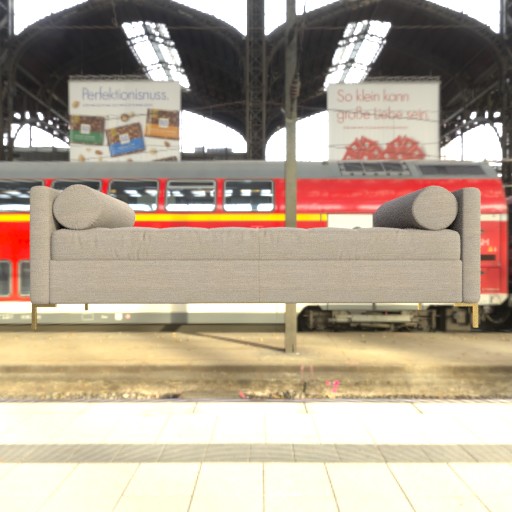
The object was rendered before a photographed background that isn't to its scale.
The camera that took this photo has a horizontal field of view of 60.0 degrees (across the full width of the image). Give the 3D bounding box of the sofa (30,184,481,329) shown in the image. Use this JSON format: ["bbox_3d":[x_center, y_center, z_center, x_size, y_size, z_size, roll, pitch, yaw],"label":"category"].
[{"bbox_3d":[0.000,0.000,2.276,1.981,0.635,0.686,0,0,-1],"label":"sofa"}]
